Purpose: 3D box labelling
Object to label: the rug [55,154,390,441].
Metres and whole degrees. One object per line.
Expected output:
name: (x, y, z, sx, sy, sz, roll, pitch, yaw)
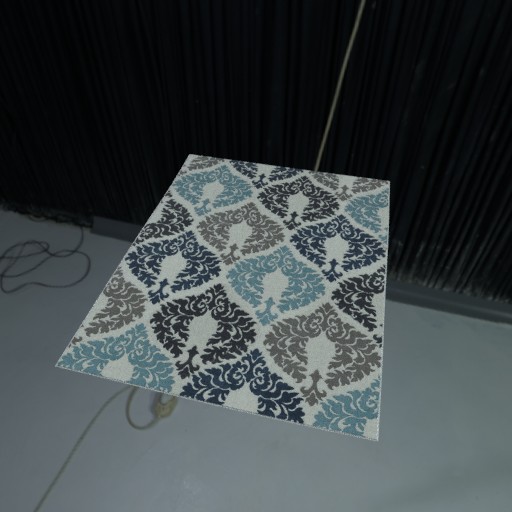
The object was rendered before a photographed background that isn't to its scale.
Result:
rug: (0.000, 0.000, 4.203, 2.423, 0.014, 3.040, 10, 46, 9)
